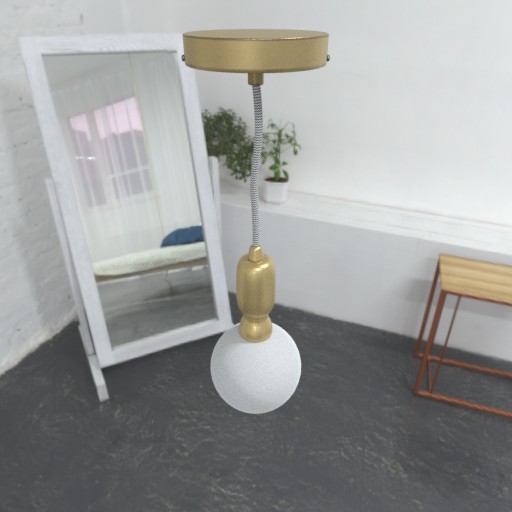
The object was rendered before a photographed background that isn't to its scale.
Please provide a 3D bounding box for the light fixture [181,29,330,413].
[{"bbox_3d":[0.000,0.000,0.566,0.147,0.510,0.146,1,30,1],"label":"light fixture"}]
